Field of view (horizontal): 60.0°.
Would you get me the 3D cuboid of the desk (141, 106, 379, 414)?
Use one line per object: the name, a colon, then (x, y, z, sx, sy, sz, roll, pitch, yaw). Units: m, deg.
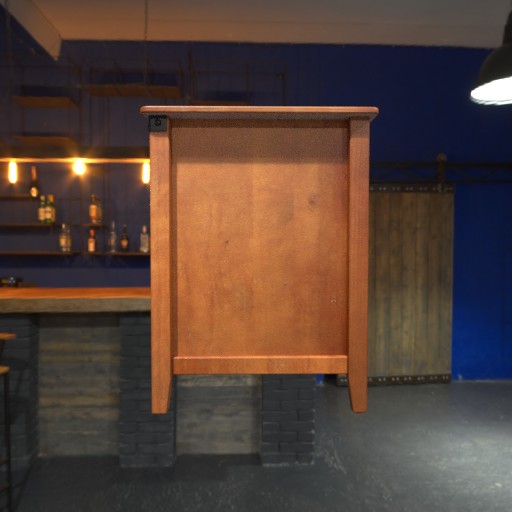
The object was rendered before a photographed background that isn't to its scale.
desk: (0.000, 0.000, 1.741, 0.574, 0.756, 1.353, 0, 2, -1)
